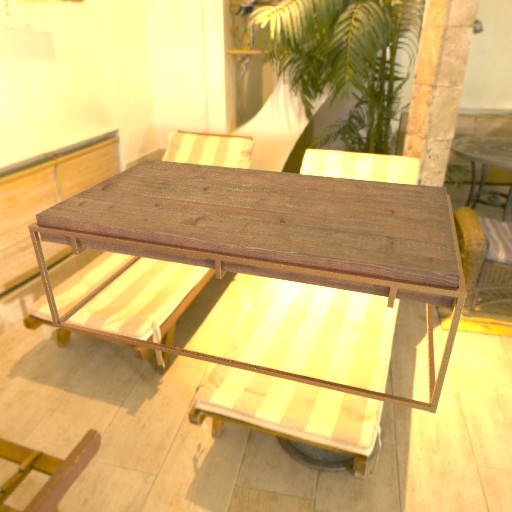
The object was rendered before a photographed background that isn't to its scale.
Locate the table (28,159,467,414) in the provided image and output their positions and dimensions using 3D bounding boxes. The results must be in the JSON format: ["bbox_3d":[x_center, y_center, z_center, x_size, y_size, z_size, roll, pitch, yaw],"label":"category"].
[{"bbox_3d":[0.000,0.000,1.741,1.387,0.468,0.775,9,29,16],"label":"table"}]
